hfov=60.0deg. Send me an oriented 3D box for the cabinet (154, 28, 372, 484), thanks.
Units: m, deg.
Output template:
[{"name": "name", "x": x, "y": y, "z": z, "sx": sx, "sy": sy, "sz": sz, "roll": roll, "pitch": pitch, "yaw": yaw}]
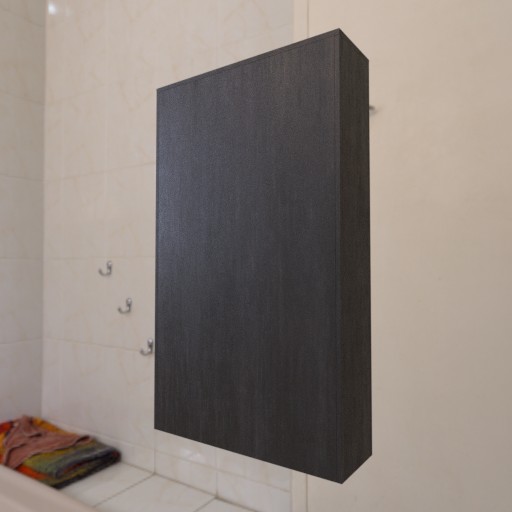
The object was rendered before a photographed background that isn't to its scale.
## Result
[{"name": "cabinet", "x": 0.000, "y": 0.000, "z": 1.558, "sx": 0.750, "sy": 1.280, "sz": 0.250, "roll": -1, "pitch": -2, "yaw": 35}]
